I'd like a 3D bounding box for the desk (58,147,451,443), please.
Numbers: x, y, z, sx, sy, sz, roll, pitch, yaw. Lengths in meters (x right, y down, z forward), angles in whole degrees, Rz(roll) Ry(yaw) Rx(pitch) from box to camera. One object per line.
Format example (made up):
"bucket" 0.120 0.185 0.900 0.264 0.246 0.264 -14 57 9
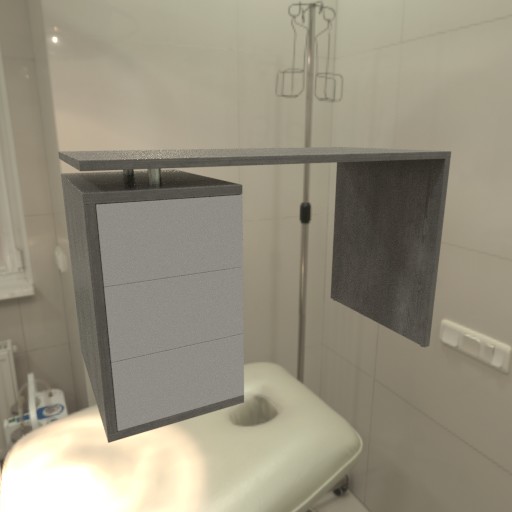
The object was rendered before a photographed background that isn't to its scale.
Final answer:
"desk" 0.000 0.000 1.610 1.200 0.740 0.600 -8 17 -26
